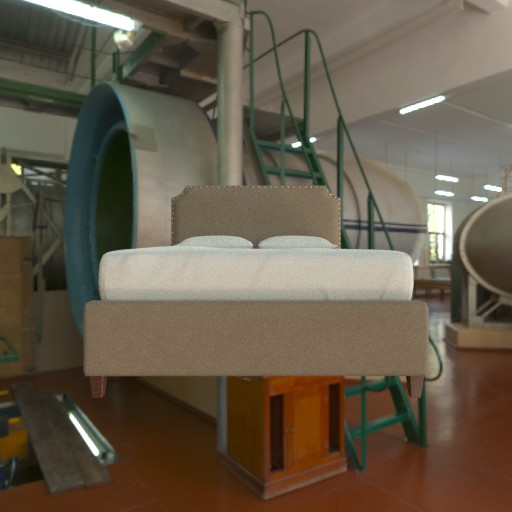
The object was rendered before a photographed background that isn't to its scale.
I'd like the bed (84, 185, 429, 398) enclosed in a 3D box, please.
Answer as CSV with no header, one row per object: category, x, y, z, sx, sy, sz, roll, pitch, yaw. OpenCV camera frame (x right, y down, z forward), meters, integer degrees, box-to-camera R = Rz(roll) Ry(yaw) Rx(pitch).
bed,0.000,0.000,3.328,1.703,1.415,2.329,0,0,0
